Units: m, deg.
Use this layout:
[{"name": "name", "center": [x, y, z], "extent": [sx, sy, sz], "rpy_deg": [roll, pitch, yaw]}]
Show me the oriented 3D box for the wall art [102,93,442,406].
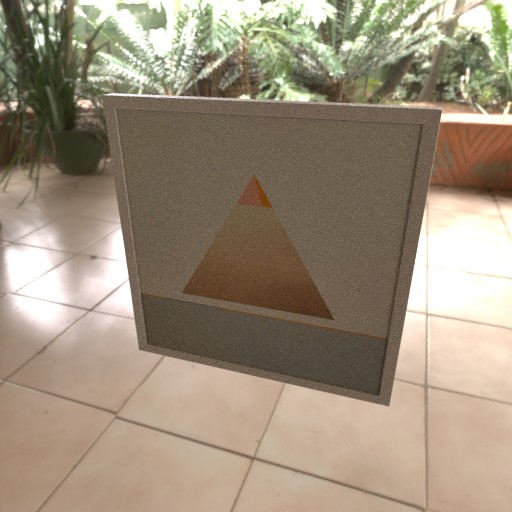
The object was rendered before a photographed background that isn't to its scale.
[{"name": "wall art", "center": [0.000, 0.000, 1.146], "extent": [0.768, 0.765, 0.041], "rpy_deg": [8, 27, 16]}]
